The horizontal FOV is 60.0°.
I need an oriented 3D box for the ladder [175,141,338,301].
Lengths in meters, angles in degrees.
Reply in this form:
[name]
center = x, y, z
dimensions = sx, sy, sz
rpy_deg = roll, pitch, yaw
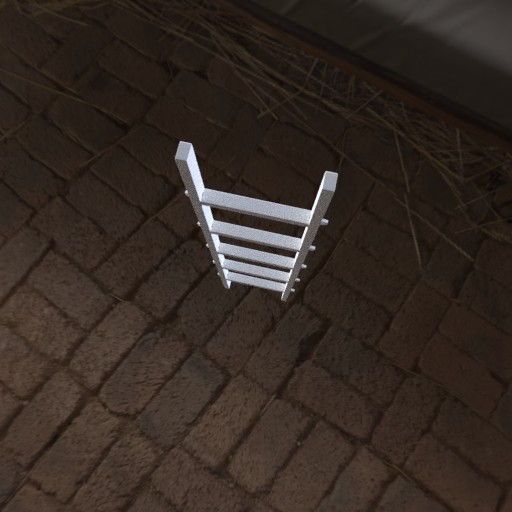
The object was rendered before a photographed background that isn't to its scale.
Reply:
[ladder]
center = 0.000, 0.000, 1.967
dimensions = 0.452, 1.797, 0.051
rpy_deg = 12, 76, 3
